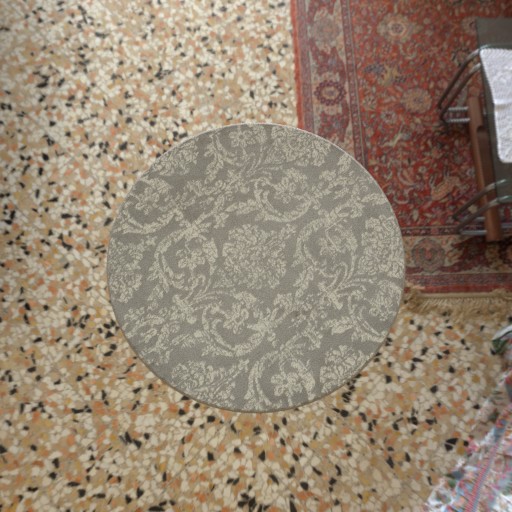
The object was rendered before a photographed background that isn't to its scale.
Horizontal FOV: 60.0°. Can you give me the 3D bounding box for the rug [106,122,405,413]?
[{"bbox_3d":[0.000,0.000,2.369,1.593,0.012,1.593,0,76,0],"label":"rug"}]
